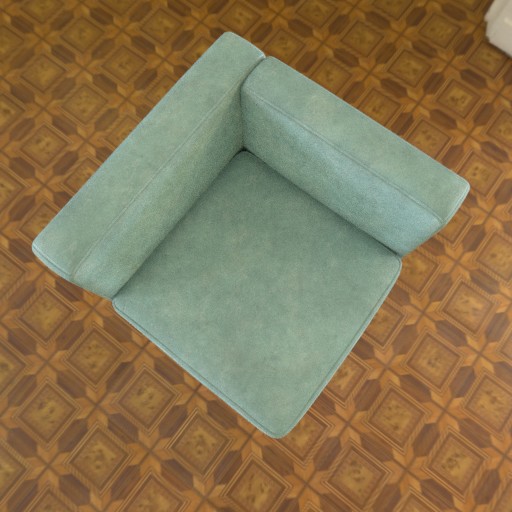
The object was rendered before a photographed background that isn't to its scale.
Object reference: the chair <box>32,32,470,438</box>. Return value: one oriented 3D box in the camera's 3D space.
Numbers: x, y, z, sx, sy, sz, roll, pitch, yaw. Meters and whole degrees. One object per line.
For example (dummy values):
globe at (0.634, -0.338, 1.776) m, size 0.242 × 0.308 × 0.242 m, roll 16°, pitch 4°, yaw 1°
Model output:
chair at (0.000, 0.000, 1.208) m, size 0.684 × 0.660 × 0.691 m, roll 36°, pitch 79°, yaw 8°
